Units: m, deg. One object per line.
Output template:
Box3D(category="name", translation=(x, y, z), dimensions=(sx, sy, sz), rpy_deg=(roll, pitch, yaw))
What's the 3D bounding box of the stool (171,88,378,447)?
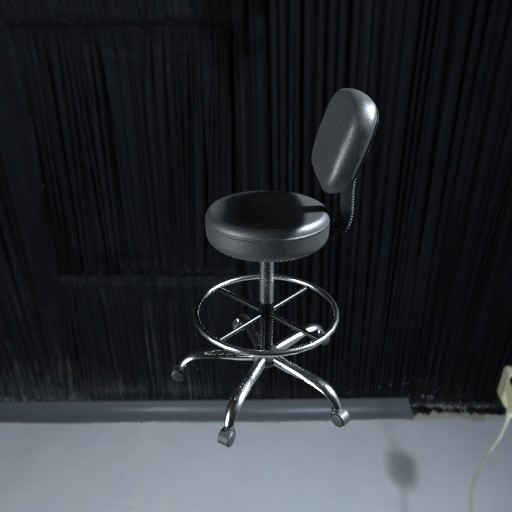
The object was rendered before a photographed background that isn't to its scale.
Box3D(category="stool", translation=(0.000, 0.000, 1.515), dimensions=(0.658, 1.069, 0.694), rpy_deg=(0, 26, 0))
